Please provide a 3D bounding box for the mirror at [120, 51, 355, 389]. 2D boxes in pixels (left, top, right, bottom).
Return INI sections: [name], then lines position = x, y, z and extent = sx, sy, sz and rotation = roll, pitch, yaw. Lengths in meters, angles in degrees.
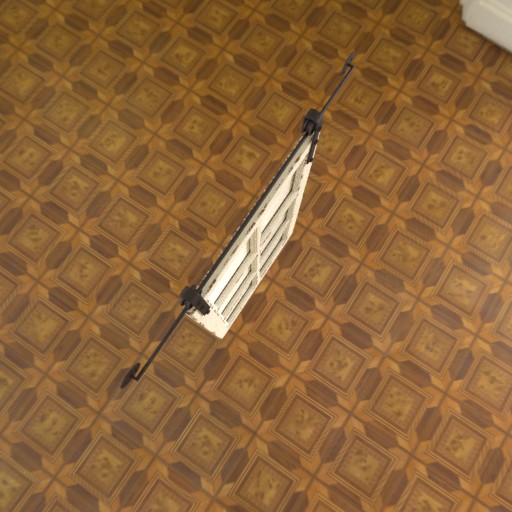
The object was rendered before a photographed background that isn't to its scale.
[mirror]
position = 0.000, 0.000, 1.211
extent = 0.037, 0.844, 0.808
rotation = 32, 78, 7
